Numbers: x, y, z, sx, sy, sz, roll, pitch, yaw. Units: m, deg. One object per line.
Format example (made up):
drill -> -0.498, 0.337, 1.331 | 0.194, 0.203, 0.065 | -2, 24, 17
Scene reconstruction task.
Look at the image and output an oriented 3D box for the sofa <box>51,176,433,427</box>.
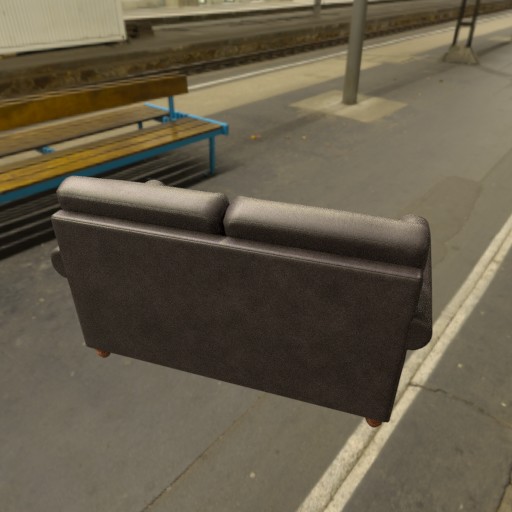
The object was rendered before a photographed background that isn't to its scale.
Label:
sofa -> 0.000, 0.000, 2.277 | 1.663, 0.979, 1.030 | 10, 34, 15
